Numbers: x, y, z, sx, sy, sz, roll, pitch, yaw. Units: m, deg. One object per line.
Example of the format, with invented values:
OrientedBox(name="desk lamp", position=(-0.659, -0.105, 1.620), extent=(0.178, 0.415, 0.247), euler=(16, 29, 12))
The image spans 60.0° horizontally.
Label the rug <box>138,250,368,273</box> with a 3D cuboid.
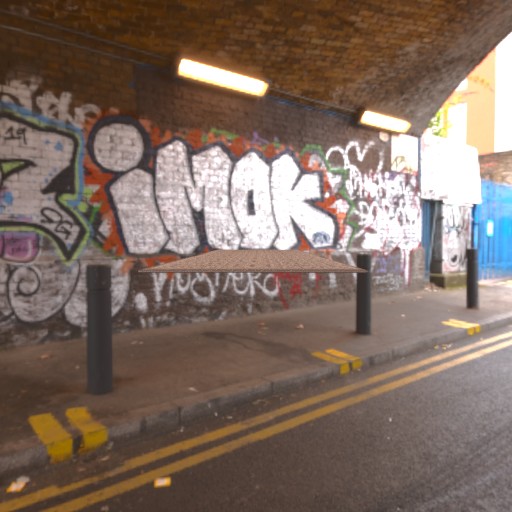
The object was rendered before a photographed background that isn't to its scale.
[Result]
OrientedBox(name="rug", position=(0.000, 0.000, 2.369), extent=(0.662, 0.011, 2.196), euler=(0, 2, 1))
